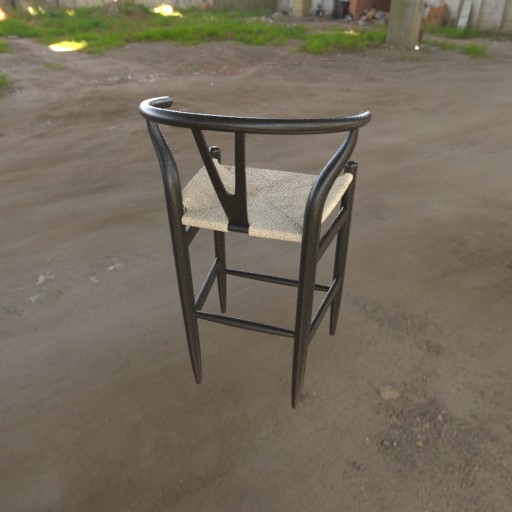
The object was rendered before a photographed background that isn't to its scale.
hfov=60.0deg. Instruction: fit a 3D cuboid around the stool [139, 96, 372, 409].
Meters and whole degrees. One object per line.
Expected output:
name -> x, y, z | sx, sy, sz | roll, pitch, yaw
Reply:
stool -> 0.000, 0.000, 1.350 | 0.569, 0.970, 0.579 | 9, 33, 15
